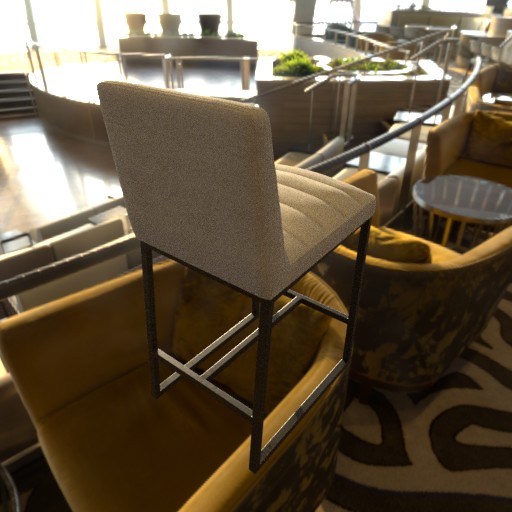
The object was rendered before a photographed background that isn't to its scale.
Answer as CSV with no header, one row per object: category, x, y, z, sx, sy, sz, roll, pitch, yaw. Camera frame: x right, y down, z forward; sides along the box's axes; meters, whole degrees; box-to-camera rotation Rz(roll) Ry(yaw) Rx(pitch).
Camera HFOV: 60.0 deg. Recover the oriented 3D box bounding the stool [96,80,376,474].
stool,0.000,0.000,1.255,0.459,0.971,0.567,23,38,32
